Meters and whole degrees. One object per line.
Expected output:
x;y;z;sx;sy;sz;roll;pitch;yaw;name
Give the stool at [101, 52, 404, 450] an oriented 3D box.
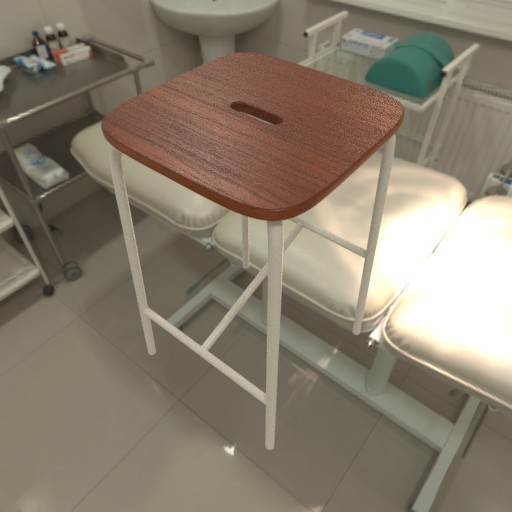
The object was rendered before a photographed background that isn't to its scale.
0.000;0.000;0.872;0.376;0.610;0.376;30;53;26;stool
